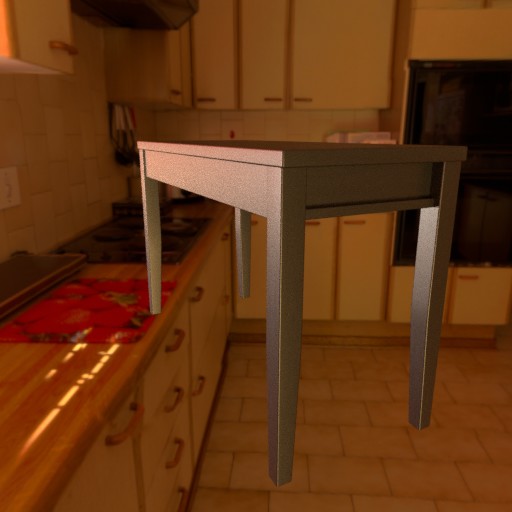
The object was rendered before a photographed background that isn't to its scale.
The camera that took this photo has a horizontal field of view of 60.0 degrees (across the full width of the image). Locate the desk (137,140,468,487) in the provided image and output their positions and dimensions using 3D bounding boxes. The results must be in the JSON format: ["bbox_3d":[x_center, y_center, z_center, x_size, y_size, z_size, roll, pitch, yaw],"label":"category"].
[{"bbox_3d":[0.000,0.000,1.564,0.508,0.775,1.220,-8,17,-26],"label":"desk"}]
